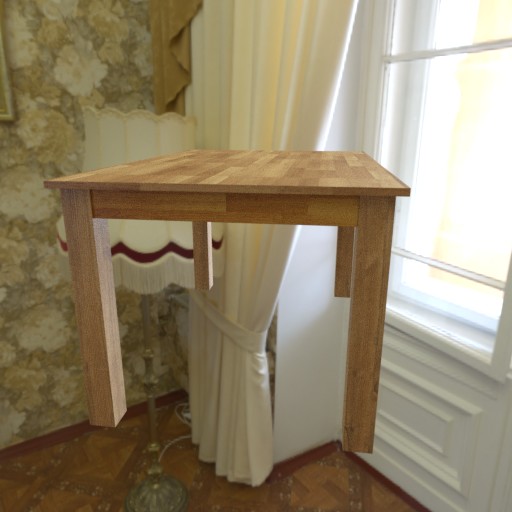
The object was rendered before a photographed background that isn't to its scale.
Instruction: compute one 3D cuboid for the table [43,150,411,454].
[{"bbox_3d":[0.000,0.000,1.787,0.900,0.750,1.300,2,17,8],"label":"table"}]
